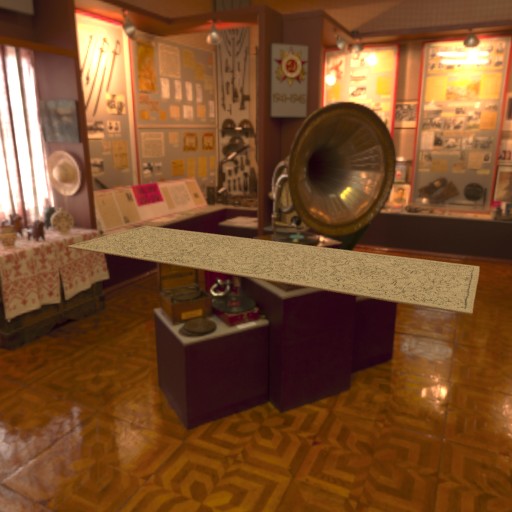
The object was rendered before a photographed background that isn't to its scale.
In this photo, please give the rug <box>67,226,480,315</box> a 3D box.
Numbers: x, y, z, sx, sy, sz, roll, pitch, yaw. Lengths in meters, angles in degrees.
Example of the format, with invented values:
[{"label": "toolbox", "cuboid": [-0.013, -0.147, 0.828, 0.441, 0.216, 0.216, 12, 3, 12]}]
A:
[{"label": "rug", "cuboid": [0.000, 0.000, 2.720, 2.448, 0.012, 0.769, 8, 17, 27]}]
